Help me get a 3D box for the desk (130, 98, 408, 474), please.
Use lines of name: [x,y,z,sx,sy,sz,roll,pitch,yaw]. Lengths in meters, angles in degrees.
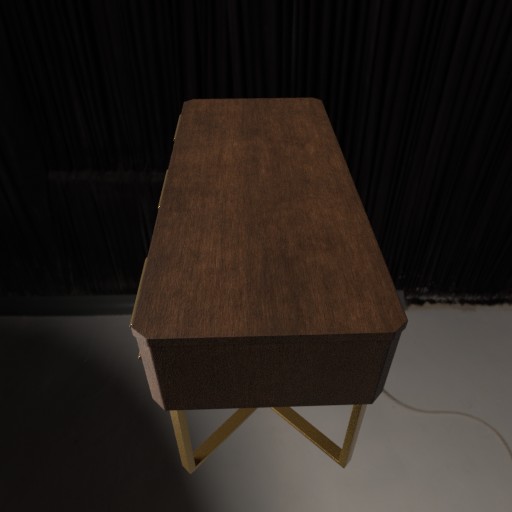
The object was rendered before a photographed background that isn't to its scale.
desk: [0.000,0.000,1.840,0.684,0.762,1.479,-1,40,-2]
